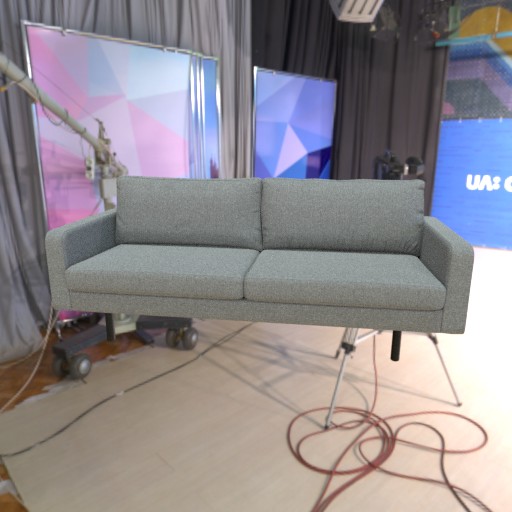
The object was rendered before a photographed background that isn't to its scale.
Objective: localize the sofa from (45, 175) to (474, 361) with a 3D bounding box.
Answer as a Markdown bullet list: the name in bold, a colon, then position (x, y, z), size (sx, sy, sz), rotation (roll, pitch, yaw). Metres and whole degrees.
- **sofa**: position (0.000, 0.000, 2.649), size (2.200, 0.880, 0.880), rotation (2, 15, 8)
